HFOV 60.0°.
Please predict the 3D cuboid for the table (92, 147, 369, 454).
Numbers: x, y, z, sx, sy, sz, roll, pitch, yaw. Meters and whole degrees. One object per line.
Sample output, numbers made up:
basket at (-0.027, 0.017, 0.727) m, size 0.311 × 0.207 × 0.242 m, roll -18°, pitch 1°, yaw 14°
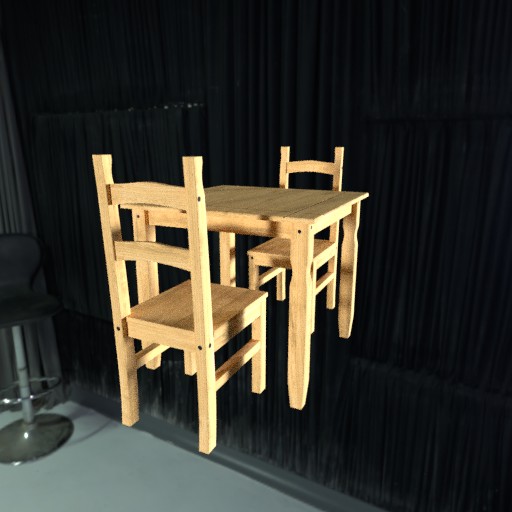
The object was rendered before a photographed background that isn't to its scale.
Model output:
table at (0.000, 0.000, 2.022) m, size 0.813 × 0.942 × 1.501 m, roll 7°, pitch 16°, yaw 25°
